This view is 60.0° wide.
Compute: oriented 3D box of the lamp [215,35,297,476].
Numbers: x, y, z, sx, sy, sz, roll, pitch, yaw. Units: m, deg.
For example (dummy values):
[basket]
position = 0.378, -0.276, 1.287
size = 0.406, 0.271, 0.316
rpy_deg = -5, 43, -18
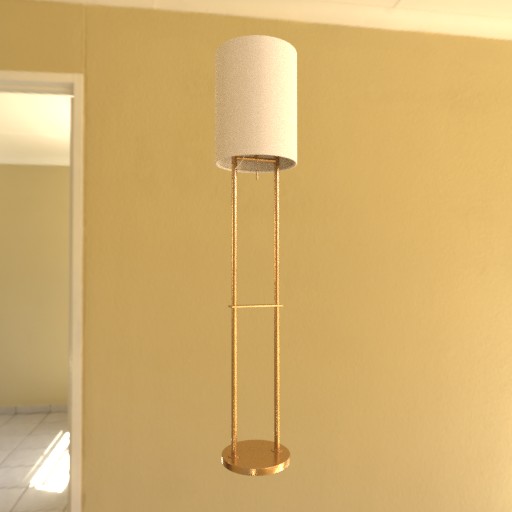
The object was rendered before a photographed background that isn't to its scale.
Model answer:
[lamp]
position = 0.000, 0.000, 1.646
size = 0.306, 1.500, 0.305
rpy_deg = 0, -1, -18
